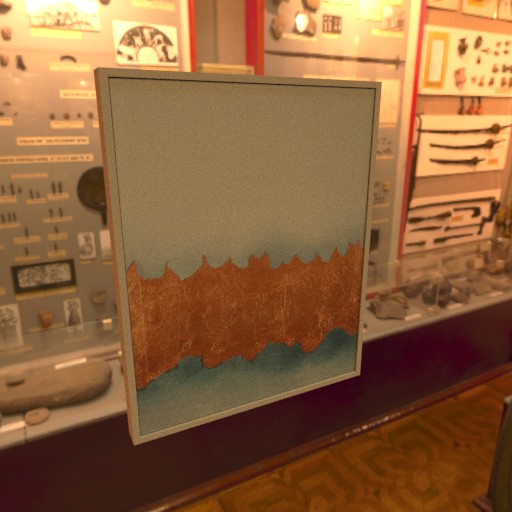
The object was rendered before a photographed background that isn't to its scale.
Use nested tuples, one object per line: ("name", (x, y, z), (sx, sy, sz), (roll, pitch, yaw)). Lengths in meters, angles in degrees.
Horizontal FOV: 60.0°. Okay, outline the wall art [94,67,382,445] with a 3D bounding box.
("wall art", (0.000, 0.000, 0.734), (0.451, 0.553, 0.039), (-8, 19, -26))
